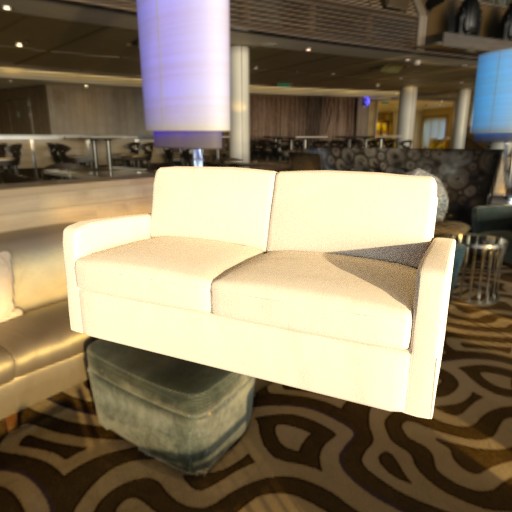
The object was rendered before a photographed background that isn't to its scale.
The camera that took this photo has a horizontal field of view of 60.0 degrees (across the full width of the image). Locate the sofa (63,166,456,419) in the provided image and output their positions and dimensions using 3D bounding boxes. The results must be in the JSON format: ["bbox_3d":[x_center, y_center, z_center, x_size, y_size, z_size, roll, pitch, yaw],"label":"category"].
[{"bbox_3d":[0.000,0.000,2.235,1.808,0.831,0.894,7,16,25],"label":"sofa"}]
